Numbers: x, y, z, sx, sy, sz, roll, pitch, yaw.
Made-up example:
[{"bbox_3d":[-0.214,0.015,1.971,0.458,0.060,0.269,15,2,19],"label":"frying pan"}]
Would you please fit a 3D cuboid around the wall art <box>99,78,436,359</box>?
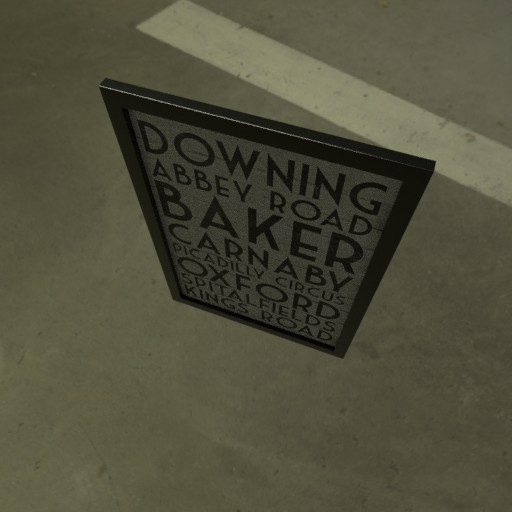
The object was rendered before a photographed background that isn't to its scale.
[{"bbox_3d":[0.000,0.000,0.563,0.304,0.432,0.013,17,59,11],"label":"wall art"}]
